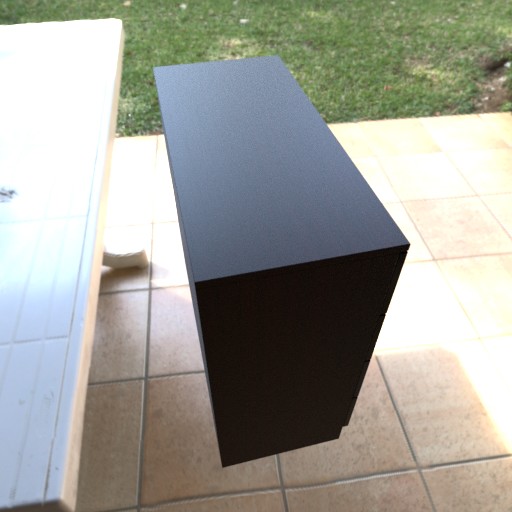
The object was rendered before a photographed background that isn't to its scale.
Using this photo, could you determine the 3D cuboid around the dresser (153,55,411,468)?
[{"bbox_3d":[0.000,0.000,1.162,0.360,0.720,0.750,-10,46,-10],"label":"dresser"}]
